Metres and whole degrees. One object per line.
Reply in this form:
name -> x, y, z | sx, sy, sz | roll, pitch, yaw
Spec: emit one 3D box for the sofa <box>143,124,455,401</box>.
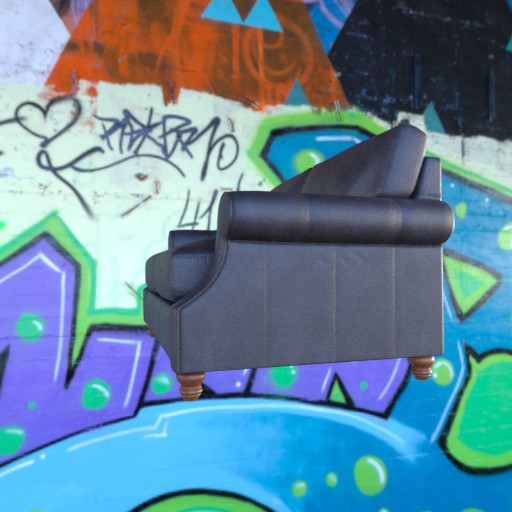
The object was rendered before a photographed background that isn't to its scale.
sofa -> 0.000, 0.000, 2.250 | 1.030, 0.979, 1.663 | 1, -2, -18
